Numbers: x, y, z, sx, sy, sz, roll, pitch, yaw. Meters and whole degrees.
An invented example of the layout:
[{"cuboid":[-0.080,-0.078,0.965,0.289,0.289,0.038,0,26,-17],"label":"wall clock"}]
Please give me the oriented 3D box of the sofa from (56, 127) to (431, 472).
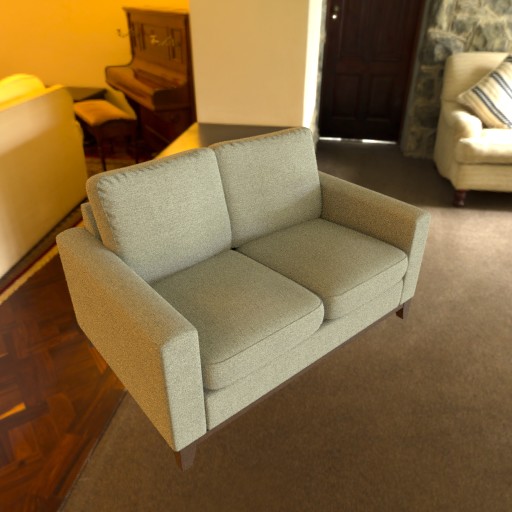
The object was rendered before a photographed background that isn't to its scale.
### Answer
[{"cuboid":[0.000,0.000,2.005,1.420,0.873,0.917,-23,38,-33],"label":"sofa"}]
